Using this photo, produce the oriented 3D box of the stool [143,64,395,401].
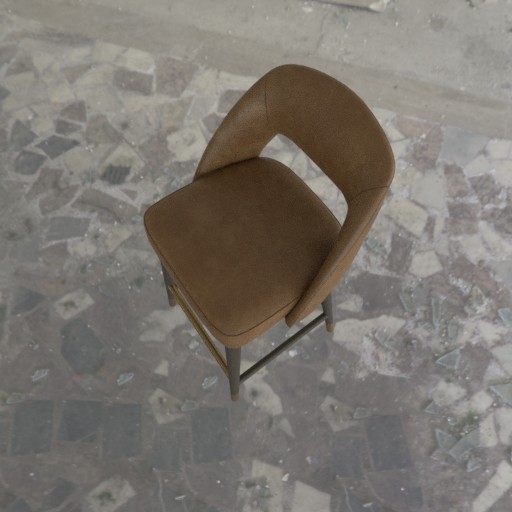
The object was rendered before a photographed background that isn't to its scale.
[{"bbox_3d":[0.000,0.000,1.277,0.509,0.940,0.494,-32,67,-15],"label":"stool"}]
